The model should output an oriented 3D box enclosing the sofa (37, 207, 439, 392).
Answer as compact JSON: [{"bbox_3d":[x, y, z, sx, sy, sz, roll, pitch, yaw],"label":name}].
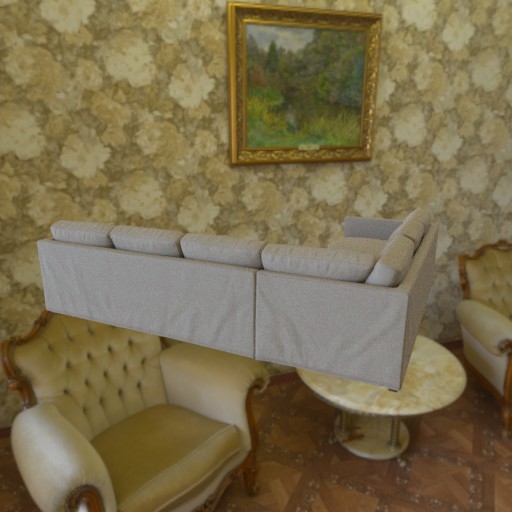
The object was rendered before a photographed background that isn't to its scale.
[{"bbox_3d":[0.000,0.000,4.392,3.182,0.871,2.432,7,17,25],"label":"sofa"}]
